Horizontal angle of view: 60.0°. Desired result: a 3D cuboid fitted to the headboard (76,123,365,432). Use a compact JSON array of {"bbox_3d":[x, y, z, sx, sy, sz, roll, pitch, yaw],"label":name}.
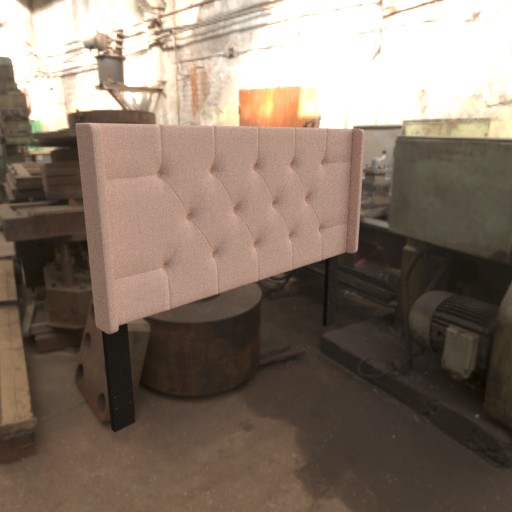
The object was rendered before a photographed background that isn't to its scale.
[{"bbox_3d":[0.000,0.000,2.719,0.184,1.524,2.051,14,21,42],"label":"headboard"}]
